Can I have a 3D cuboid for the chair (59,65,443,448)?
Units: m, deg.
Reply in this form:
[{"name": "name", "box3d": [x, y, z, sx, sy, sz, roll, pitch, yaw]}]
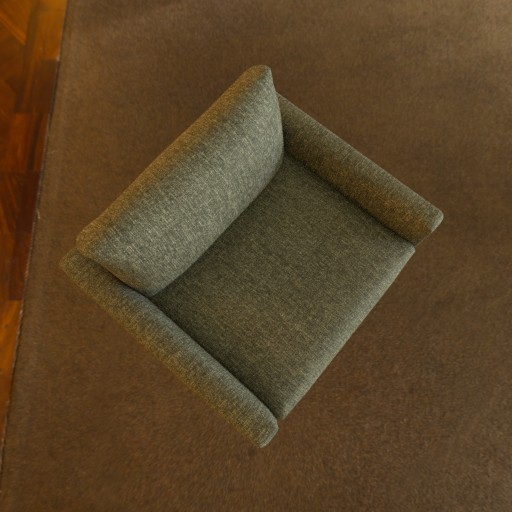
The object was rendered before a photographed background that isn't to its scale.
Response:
[{"name": "chair", "box3d": [0.000, 0.000, 1.597, 0.866, 0.861, 0.963, 39, 78, 10]}]
